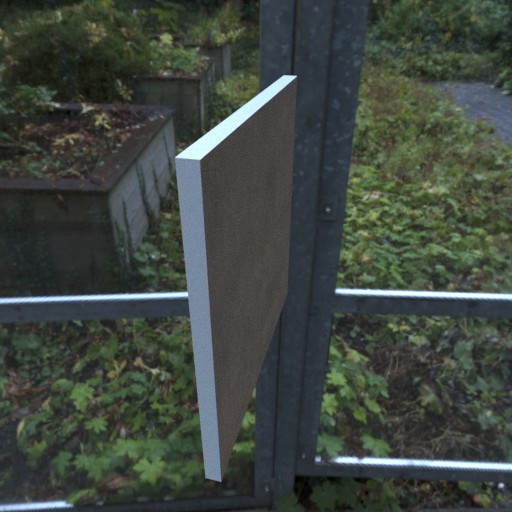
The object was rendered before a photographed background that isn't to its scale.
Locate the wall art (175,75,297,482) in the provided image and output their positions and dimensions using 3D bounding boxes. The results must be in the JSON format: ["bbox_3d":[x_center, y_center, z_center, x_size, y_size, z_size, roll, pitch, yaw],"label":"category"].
[{"bbox_3d":[0.000,0.000,0.681,0.023,0.453,0.455,8,32,13],"label":"wall art"}]
